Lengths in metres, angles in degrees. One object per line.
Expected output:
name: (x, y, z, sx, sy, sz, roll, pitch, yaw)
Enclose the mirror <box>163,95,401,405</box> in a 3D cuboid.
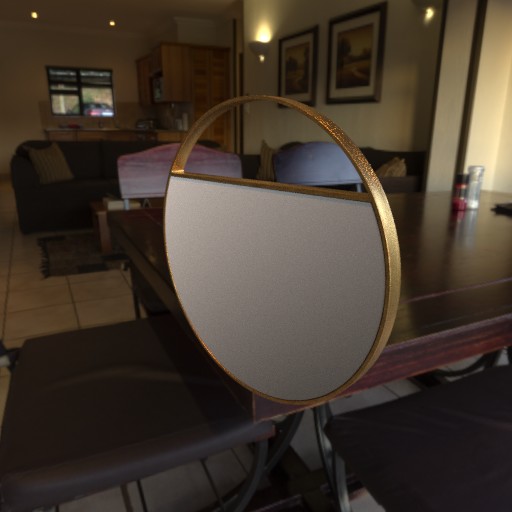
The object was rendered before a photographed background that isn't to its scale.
mirror: (0.000, 0.000, 0.831, 0.565, 0.565, 0.032, 16, 23, 43)
